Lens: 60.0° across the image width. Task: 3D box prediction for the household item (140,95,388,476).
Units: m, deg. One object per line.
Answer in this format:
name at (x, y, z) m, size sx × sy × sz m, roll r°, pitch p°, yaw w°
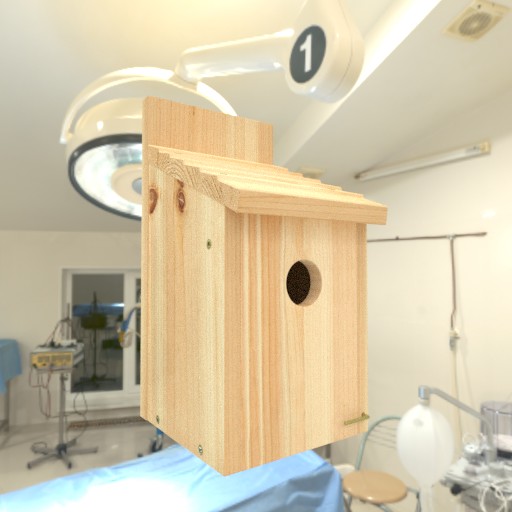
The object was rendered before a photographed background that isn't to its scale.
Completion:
household item at (0.000, 0.000, 0.393) m, size 0.149 × 0.300 × 0.171 m, roll 1°, pitch -2°, yaw -35°
